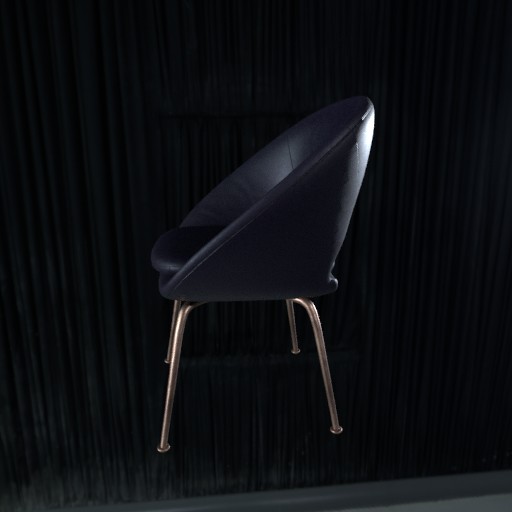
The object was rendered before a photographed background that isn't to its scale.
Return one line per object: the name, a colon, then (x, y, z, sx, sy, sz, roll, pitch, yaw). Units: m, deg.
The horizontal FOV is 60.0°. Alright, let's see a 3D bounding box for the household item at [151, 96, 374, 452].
household item: (0.000, 0.000, 1.249, 0.573, 0.852, 0.623, -2, 15, -9)
